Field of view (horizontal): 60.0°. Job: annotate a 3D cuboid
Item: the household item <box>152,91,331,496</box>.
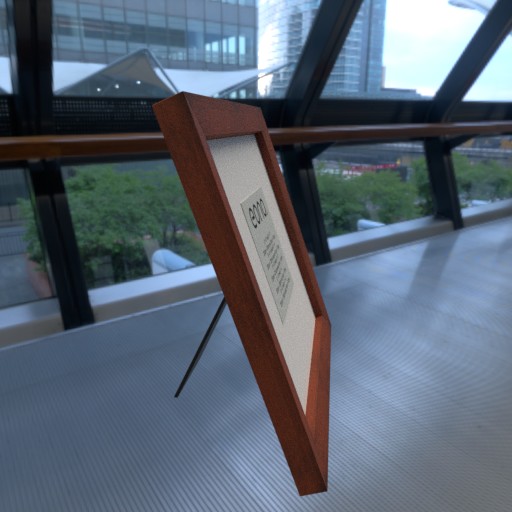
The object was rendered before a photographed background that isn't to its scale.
[{"bbox_3d":[0.000,0.000,0.365,0.131,0.240,0.240,3,17,9],"label":"household item"}]
